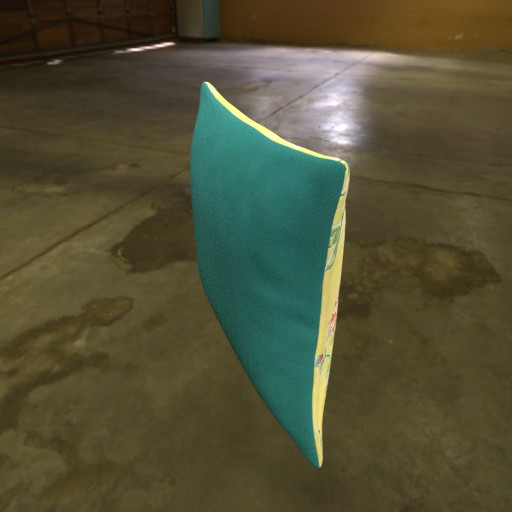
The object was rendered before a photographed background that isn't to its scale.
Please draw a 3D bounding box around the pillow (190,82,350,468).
[{"bbox_3d":[0.000,0.000,0.789,0.166,0.508,0.525,-11,33,-19],"label":"pillow"}]
